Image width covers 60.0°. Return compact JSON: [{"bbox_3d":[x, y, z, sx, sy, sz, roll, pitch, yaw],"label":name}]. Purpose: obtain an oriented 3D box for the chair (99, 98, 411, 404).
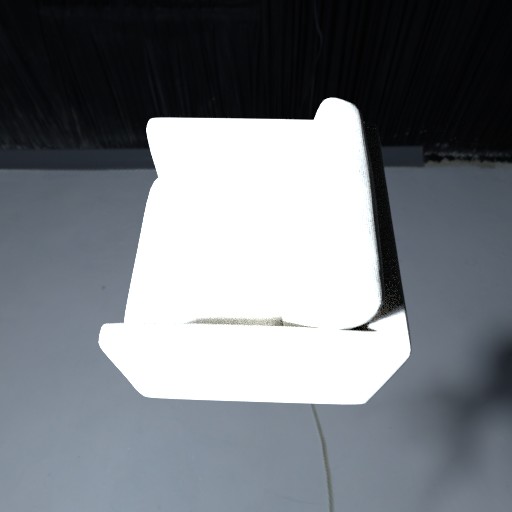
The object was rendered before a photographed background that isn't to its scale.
[{"bbox_3d":[0.000,0.000,1.752,0.959,0.919,0.996,2,59,1],"label":"chair"}]
